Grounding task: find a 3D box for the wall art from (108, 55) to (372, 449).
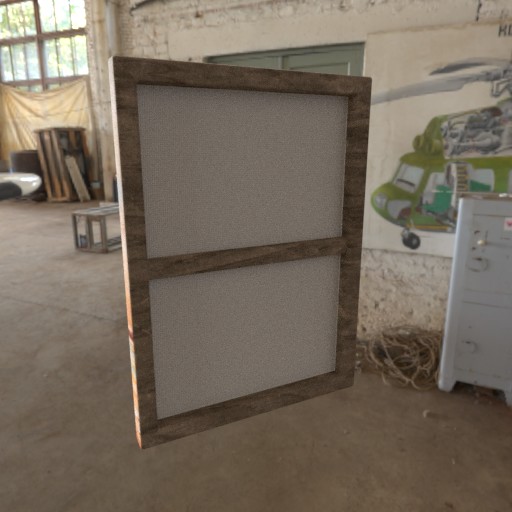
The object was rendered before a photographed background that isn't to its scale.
[{"bbox_3d":[0.000,0.000,0.770,0.443,0.605,0.035,-7,16,-26],"label":"wall art"}]
